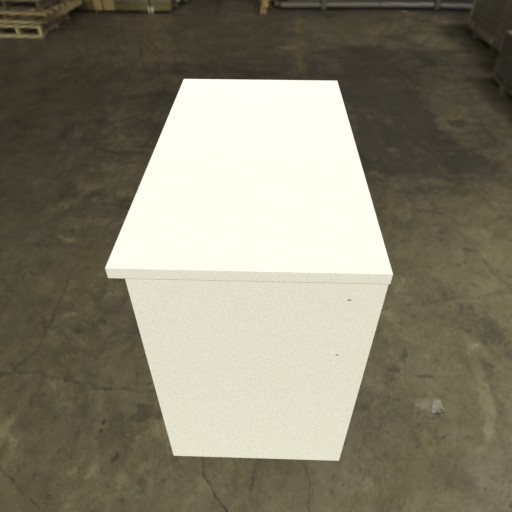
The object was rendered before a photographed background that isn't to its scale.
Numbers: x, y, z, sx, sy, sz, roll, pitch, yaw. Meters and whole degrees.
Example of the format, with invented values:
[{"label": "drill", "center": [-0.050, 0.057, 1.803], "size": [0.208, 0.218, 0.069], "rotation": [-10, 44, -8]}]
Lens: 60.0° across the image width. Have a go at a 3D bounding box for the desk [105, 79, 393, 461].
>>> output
[{"label": "desk", "center": [0.000, 0.000, 1.342], "size": [0.498, 0.729, 0.900], "rotation": [1, 42, 1]}]
